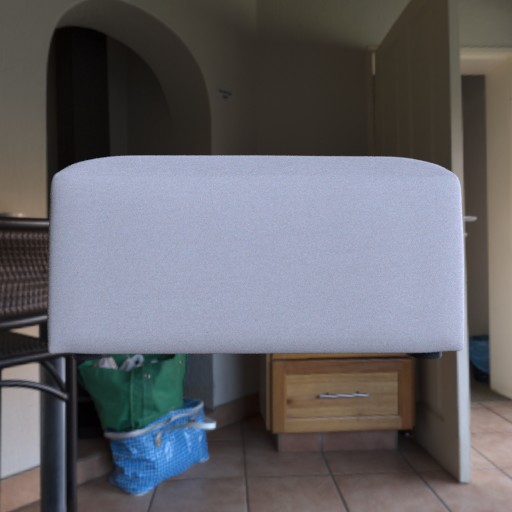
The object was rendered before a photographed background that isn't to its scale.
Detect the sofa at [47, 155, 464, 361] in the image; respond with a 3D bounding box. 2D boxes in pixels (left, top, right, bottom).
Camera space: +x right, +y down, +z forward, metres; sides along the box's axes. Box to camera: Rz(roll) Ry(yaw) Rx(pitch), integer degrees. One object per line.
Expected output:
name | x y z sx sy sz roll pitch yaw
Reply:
sofa | 0.000 0.000 1.207 0.930 0.470 0.480 0 0 -1
